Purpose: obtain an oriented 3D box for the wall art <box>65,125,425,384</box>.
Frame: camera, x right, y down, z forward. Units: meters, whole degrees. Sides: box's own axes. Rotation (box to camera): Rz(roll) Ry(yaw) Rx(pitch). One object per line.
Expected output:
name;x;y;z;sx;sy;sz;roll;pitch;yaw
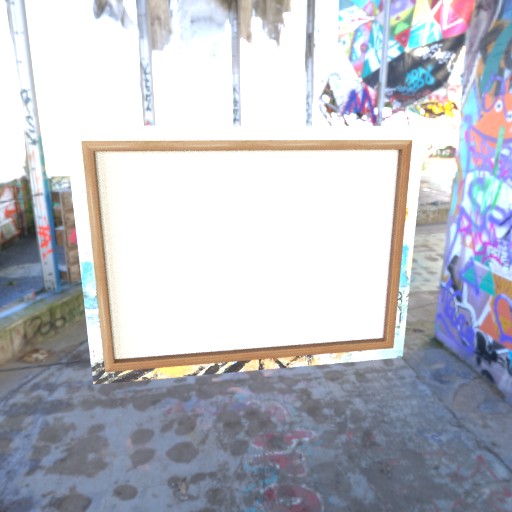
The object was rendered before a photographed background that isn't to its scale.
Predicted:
wall art;0.000;0.000;1.352;1.016;0.762;0.038;-3;16;-9
